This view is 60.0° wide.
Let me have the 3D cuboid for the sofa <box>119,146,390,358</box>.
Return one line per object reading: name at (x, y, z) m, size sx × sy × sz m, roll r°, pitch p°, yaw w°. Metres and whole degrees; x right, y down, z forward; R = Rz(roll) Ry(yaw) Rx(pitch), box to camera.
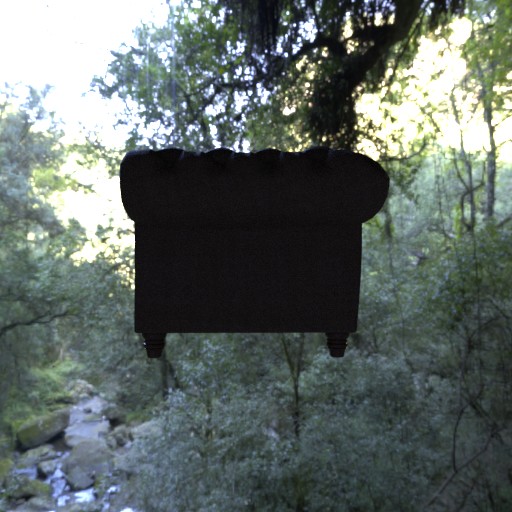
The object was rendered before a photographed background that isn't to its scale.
sofa at (0.000, 0.000, 2.468) m, size 0.944 × 0.780 × 2.048 m, roll 0°, pitch -1°, yaw -1°
